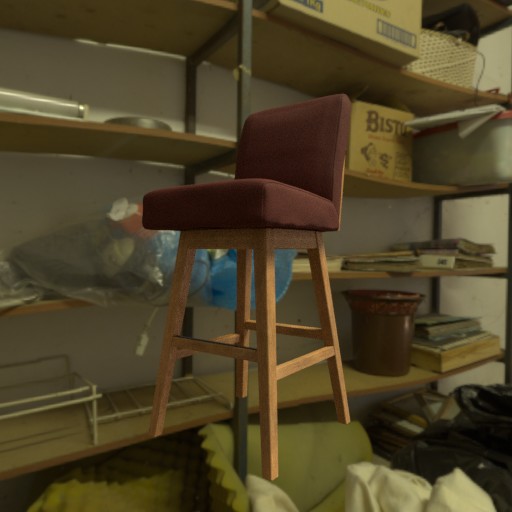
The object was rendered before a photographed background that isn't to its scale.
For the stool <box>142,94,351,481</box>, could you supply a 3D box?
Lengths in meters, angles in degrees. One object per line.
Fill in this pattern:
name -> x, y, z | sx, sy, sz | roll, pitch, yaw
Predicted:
stool -> 0.000, 0.000, 1.408 | 0.468, 1.093, 0.562 | 1, 1, 36
